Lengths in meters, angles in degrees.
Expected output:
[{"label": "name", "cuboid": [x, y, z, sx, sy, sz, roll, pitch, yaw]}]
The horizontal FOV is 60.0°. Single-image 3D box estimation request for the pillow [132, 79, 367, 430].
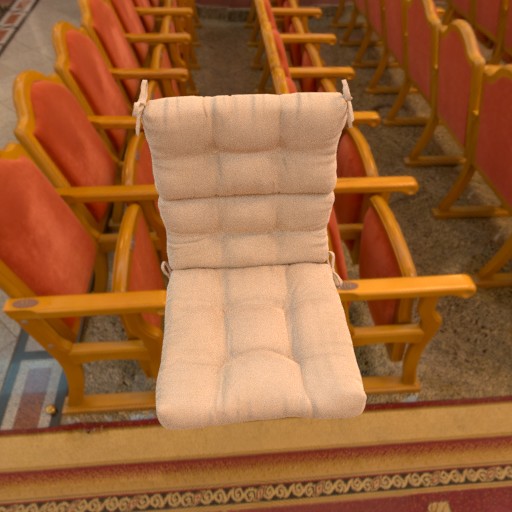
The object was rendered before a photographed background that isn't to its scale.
[{"label": "pillow", "cuboid": [0.000, 0.000, 1.019, 0.519, 0.605, 0.571, -3, 46, -3]}]
